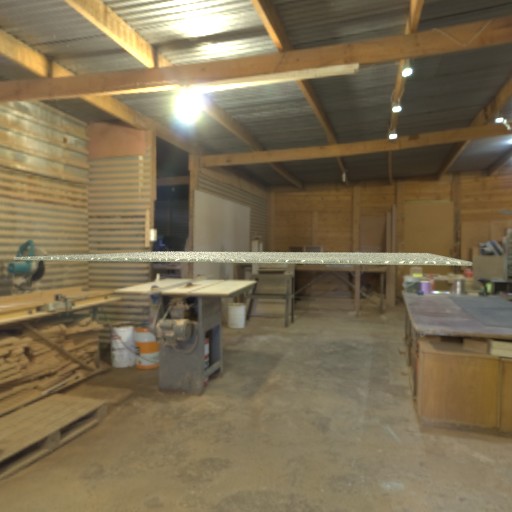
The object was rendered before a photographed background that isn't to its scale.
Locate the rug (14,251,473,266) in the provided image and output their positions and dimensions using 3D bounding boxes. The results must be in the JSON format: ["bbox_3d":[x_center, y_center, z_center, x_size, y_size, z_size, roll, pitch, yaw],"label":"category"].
[{"bbox_3d":[0.000,0.000,2.719,2.144,0.015,1.543,0,2,15],"label":"rug"}]
